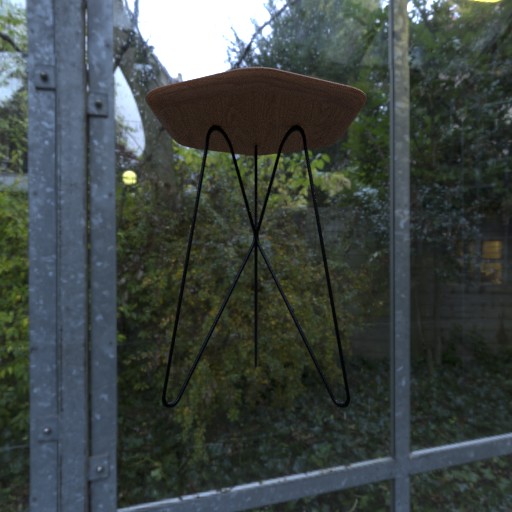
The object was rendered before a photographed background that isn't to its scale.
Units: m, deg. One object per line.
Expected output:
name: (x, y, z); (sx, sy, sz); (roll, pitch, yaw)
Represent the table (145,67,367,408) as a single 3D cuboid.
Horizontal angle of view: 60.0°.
table: (0.000, 0.000, 0.908); (0.400, 0.562, 0.500); (0, -1, 0)
